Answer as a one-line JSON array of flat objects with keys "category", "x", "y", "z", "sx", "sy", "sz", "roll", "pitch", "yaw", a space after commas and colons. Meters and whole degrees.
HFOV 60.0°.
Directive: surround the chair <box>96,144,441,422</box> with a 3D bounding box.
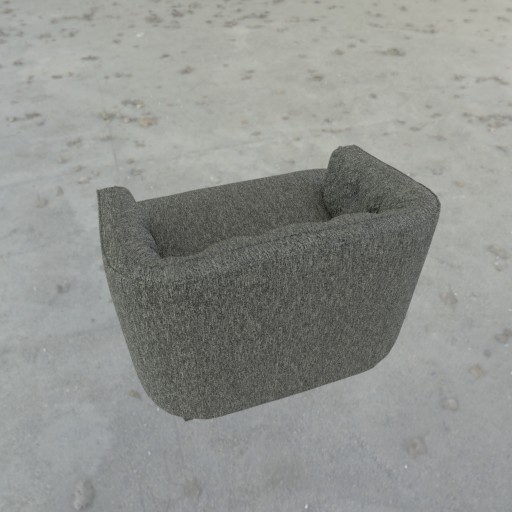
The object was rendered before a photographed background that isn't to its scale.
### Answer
[{"category": "chair", "x": 0.000, "y": 0.000, "z": 1.770, "sx": 1.104, "sy": 0.852, "sz": 0.941, "roll": -13, "pitch": 44, "yaw": -14}]
